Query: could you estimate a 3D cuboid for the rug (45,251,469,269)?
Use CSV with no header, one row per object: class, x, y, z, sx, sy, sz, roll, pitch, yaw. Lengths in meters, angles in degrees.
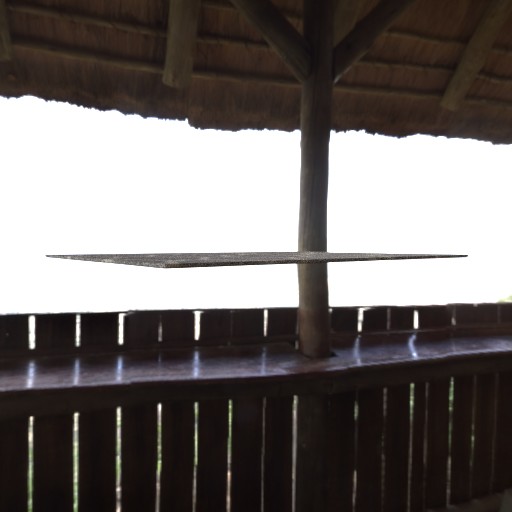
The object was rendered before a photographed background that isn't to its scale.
rug,0.000,0.000,3.992,3.000,0.026,2.399,-1,2,-38
